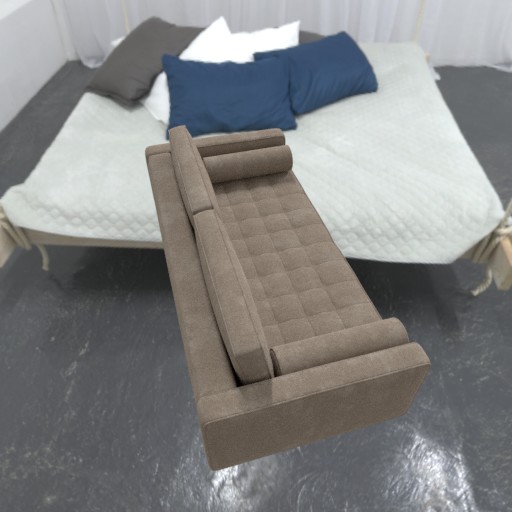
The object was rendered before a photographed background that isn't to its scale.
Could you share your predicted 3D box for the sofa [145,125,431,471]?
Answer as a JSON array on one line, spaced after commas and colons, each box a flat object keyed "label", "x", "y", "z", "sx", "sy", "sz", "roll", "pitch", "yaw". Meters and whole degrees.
[{"label": "sofa", "x": 0.000, "y": 0.000, "z": 2.342, "sx": 0.920, "sy": 0.769, "sz": 1.883, "roll": -12, "pitch": 46, "yaw": -11}]
